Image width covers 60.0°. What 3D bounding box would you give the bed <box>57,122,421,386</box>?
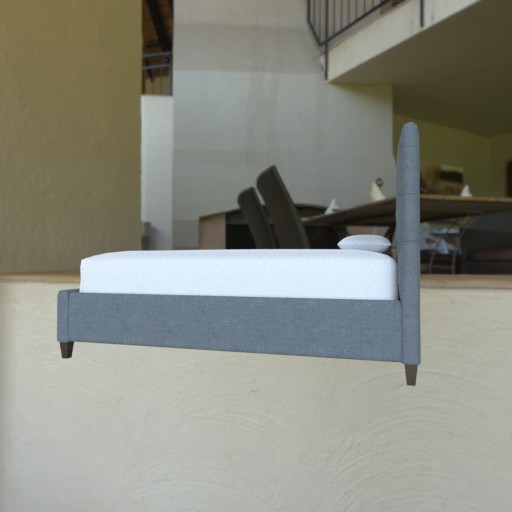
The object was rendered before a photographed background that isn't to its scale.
[{"bbox_3d":[0.000,0.000,3.483,2.335,1.411,1.698,0,-1,17],"label":"bed"}]
